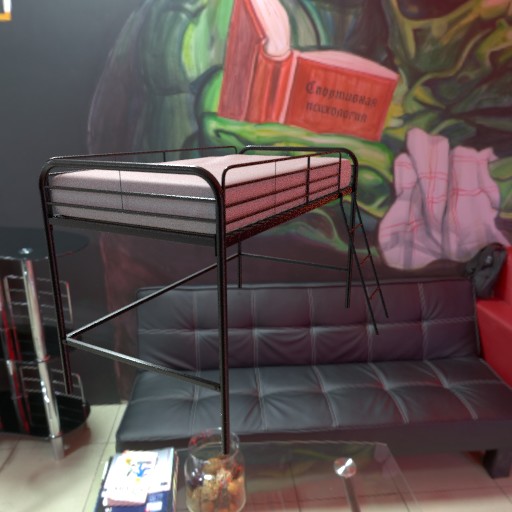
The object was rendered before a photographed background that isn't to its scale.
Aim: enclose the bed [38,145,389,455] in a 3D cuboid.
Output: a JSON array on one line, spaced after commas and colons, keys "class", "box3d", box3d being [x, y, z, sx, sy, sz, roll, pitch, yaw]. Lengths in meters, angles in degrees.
[{"class": "bed", "box3d": [0.000, 0.000, 2.830, 1.393, 1.289, 1.968, 8, 18, 27]}]
